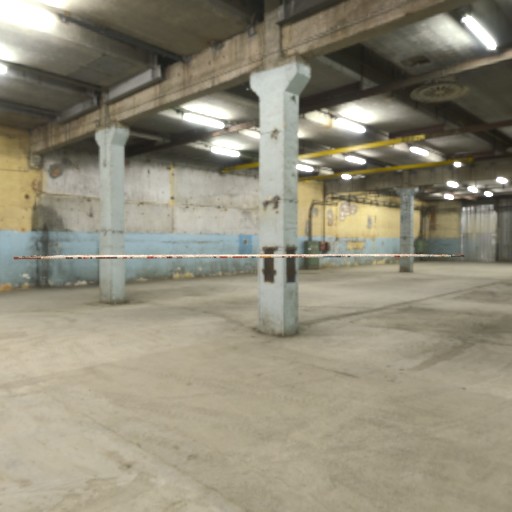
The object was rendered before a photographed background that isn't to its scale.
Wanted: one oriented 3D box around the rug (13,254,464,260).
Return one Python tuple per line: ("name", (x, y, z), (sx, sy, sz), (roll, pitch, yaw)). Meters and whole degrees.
("rug", (0.000, 0.000, 2.888), (2.682, 0.015, 0.763), (0, 1, -18))
